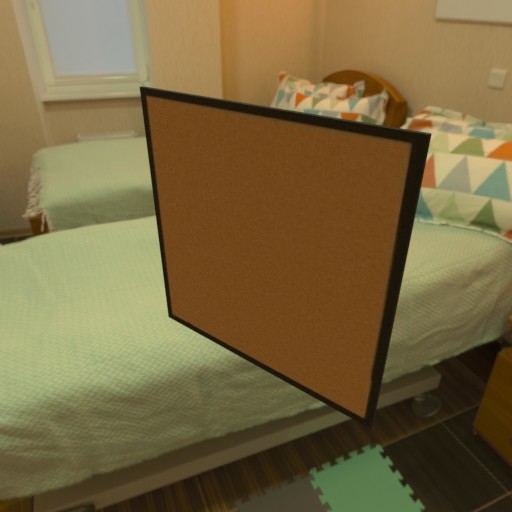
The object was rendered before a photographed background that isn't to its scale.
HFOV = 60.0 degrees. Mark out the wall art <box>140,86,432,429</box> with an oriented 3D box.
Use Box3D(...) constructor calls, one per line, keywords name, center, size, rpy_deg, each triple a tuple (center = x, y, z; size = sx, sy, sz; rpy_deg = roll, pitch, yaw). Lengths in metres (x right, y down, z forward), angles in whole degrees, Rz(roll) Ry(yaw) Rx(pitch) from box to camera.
Box3D(name="wall art", center=(0.000, 0.000, 1.254), size=(0.823, 0.823, 0.013), rpy_deg=(21, 37, 32))
